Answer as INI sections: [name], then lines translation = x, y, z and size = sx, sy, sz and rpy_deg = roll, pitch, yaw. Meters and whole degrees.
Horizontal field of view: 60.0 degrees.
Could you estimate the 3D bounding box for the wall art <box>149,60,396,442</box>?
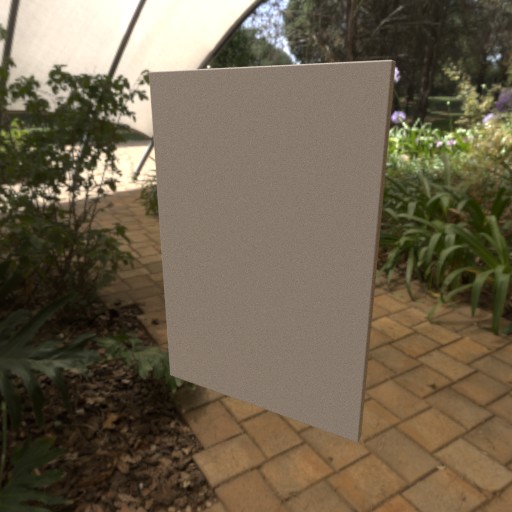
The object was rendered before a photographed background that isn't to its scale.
[wall art]
translation = 0.000, 0.000, 1.034
size = 0.556, 0.813, 0.026
rpy_deg = 10, 21, 28
